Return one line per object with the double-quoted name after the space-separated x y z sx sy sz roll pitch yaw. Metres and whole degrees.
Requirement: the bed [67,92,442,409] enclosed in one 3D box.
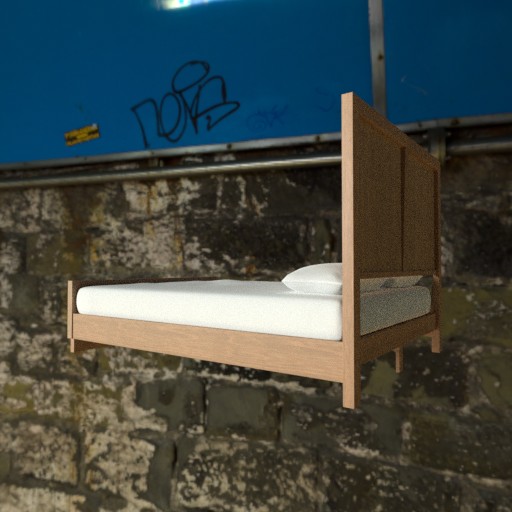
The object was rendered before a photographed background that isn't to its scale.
0.000 0.000 3.223 2.184 1.387 1.606 -1 -2 35 "bed"
